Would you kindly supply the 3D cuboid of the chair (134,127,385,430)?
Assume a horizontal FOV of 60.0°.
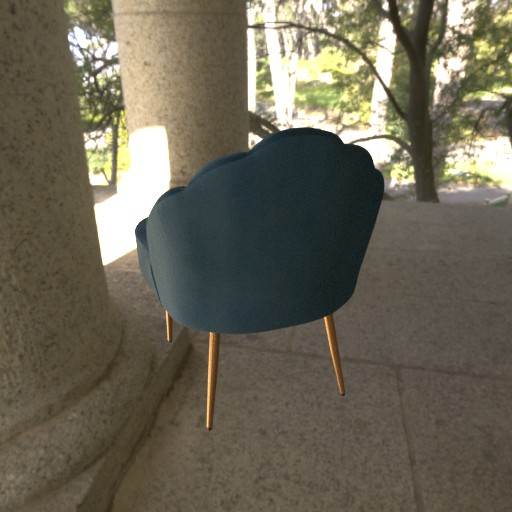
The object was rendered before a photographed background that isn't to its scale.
[{"bbox_3d":[0.000,0.000,1.309,0.657,0.819,0.599,-8,26,-17],"label":"chair"}]
